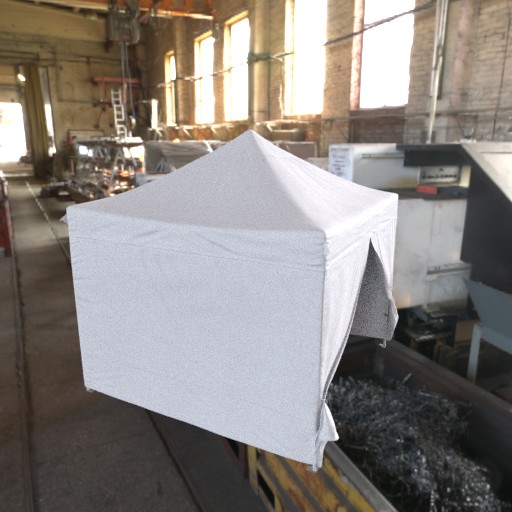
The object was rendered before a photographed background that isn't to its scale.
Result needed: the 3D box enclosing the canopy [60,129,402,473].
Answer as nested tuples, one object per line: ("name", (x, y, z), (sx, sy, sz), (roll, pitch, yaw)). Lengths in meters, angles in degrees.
("canopy", (0.000, 0.000, 5.461), (3.121, 2.997, 3.043), (8, 16, 27))
